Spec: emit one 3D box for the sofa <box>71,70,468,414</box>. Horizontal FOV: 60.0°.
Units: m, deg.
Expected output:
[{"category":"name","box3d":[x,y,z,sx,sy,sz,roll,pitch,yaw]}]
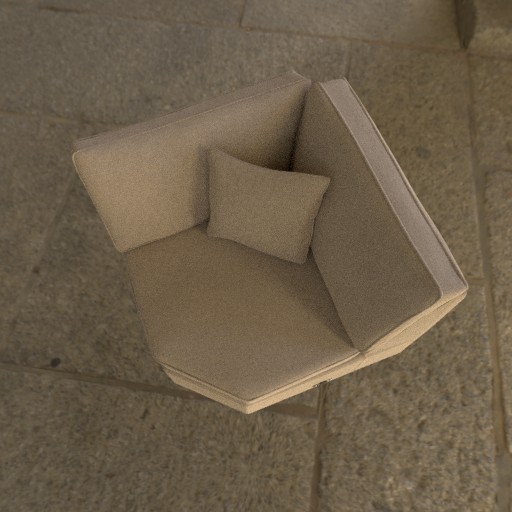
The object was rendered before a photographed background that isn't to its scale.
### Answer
[{"category":"sofa","box3d":[0.000,0.000,1.783,1.050,0.937,1.042,-19,65,-9]}]
